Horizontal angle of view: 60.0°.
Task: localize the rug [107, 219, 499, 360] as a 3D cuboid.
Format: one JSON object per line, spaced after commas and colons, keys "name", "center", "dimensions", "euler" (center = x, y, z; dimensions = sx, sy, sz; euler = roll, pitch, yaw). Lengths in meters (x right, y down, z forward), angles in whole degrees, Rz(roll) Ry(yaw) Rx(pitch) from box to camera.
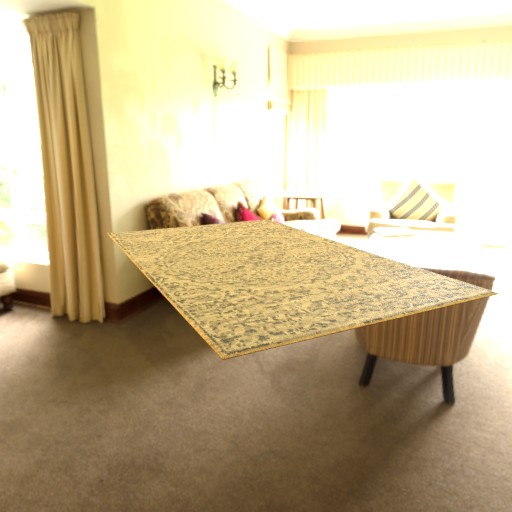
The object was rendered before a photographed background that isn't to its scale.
{"name": "rug", "center": [0.000, 0.000, 2.972], "dimensions": [1.527, 0.021, 2.447], "euler": [-7, 16, -26]}
